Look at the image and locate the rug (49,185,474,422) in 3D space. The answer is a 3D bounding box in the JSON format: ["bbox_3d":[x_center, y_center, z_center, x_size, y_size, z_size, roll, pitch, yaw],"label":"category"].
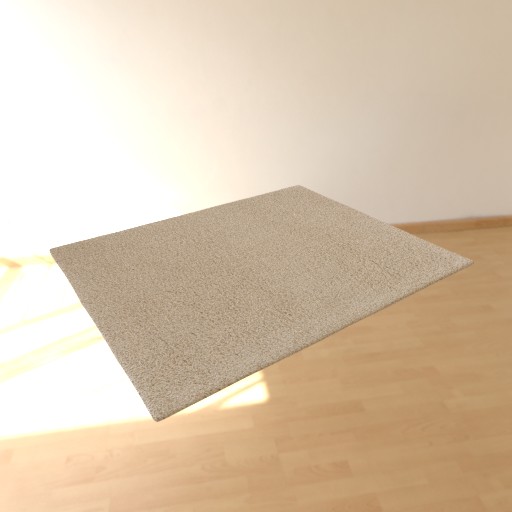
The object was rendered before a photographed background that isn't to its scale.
[{"bbox_3d":[0.000,0.000,4.043,3.047,0.029,2.438,-19,34,-30],"label":"rug"}]
